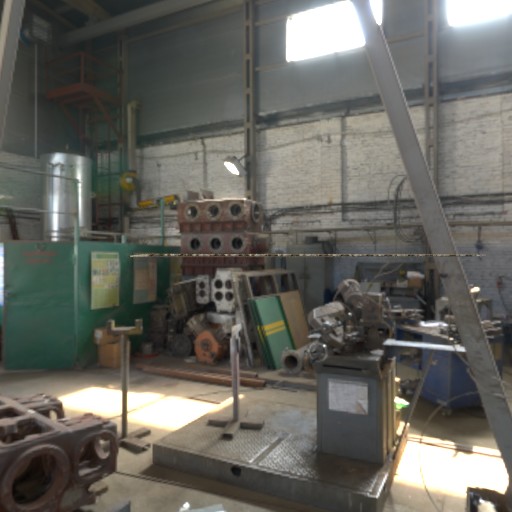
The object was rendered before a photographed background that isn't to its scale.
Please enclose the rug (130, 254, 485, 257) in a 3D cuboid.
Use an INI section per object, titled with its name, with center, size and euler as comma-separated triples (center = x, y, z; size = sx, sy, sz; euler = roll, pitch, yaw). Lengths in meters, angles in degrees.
[rug]
center = 0.000, 0.000, 2.323
size = 1.247, 0.008, 1.802
euler = 0, 0, -18
